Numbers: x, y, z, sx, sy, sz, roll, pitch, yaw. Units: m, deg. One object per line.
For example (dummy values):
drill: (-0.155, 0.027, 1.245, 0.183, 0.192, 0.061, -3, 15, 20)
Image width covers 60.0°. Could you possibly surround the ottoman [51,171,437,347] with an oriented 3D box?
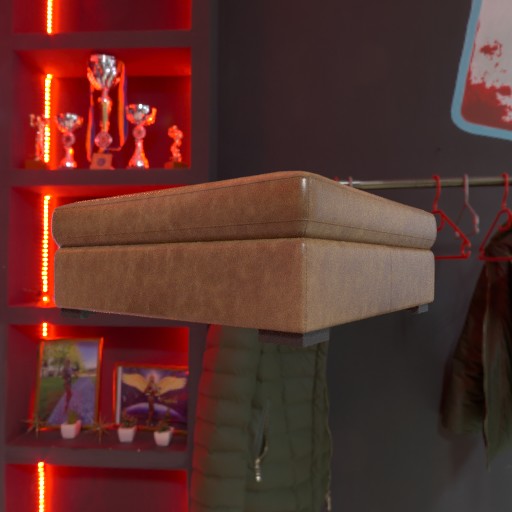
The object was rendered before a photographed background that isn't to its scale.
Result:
ottoman: (0.000, 0.000, 1.863, 1.169, 0.483, 1.168, -1, -1, 37)
